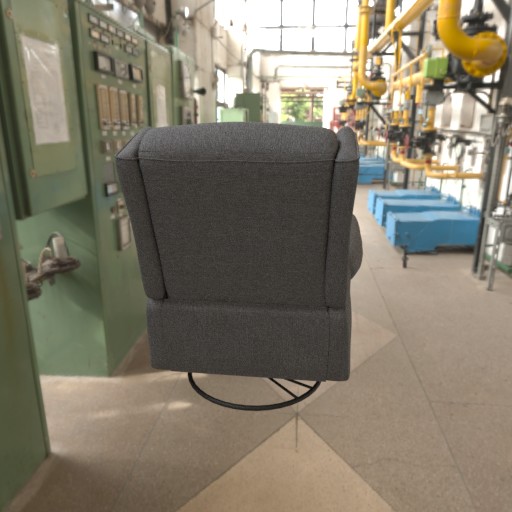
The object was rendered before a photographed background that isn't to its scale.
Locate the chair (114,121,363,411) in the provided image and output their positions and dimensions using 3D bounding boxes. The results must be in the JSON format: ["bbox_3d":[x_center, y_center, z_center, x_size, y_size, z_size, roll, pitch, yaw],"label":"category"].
[{"bbox_3d":[0.000,0.000,1.747,0.847,1.011,0.969,2,17,7],"label":"chair"}]
